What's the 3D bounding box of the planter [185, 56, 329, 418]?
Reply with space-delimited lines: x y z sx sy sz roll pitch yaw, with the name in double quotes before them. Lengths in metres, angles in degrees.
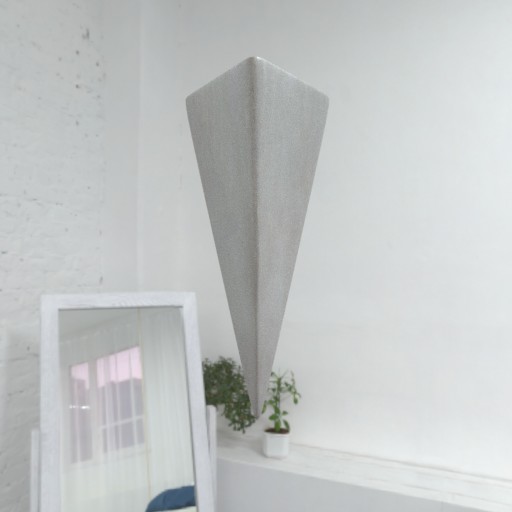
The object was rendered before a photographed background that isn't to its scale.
"planter" 0.000 0.000 0.158 0.058 0.130 0.047 0 -1 1
